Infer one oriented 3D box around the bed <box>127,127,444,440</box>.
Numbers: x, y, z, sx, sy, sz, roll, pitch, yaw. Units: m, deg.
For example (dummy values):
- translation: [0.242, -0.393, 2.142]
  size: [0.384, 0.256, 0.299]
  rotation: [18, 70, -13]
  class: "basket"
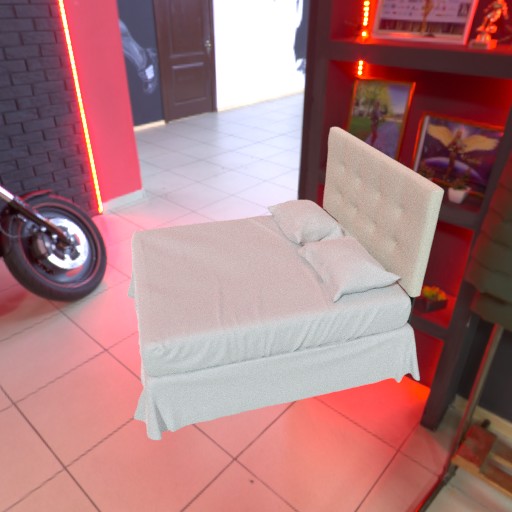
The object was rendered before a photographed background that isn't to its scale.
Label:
- translation: [0.000, 0.000, 3.640]
  size: [2.222, 1.577, 1.936]
  rotation: [-8, 32, -13]
  class: "bed"
